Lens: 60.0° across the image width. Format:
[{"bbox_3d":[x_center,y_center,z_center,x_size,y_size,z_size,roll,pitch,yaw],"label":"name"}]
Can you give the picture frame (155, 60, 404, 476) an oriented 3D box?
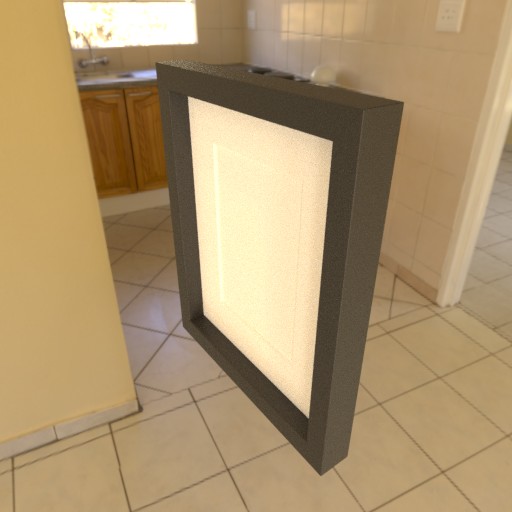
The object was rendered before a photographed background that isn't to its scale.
[{"bbox_3d":[0.000,0.000,0.375,0.042,0.284,0.232,-20,35,-31],"label":"picture frame"}]
